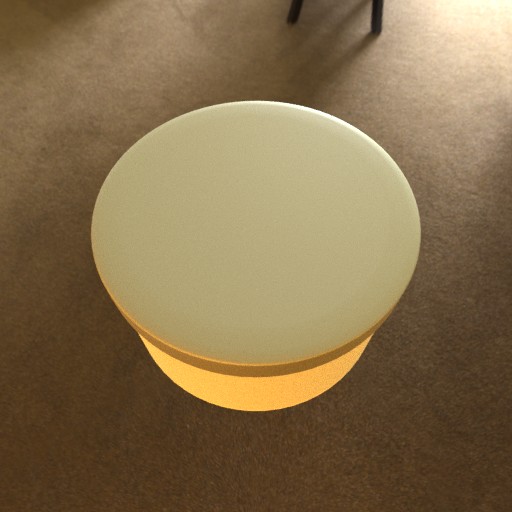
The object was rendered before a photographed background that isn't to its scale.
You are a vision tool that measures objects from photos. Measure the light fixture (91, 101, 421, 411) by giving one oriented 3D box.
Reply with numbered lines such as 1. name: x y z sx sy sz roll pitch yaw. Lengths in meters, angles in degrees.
1. light fixture: 0.000 0.000 0.632 0.393 0.229 0.393 0 58 0
